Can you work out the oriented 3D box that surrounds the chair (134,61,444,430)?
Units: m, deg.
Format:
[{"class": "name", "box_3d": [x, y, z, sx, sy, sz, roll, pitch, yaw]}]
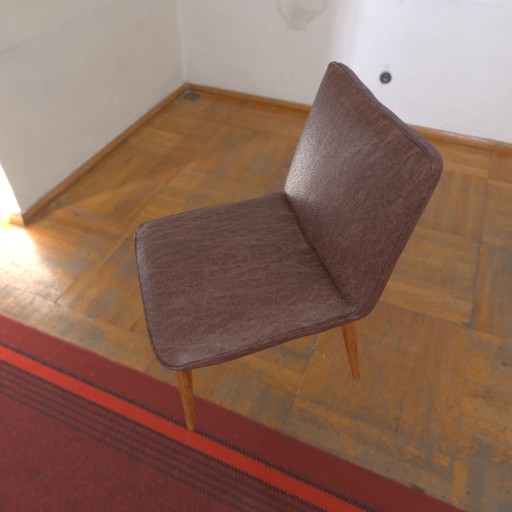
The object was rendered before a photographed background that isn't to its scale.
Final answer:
[{"class": "chair", "box_3d": [0.000, 0.000, 1.187, 0.645, 0.803, 0.543, -16, 48, -15]}]
